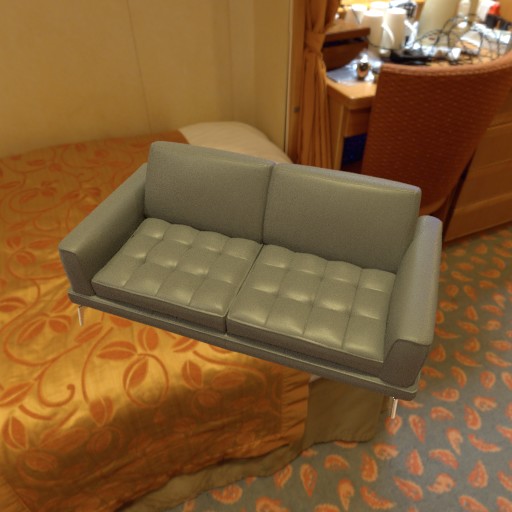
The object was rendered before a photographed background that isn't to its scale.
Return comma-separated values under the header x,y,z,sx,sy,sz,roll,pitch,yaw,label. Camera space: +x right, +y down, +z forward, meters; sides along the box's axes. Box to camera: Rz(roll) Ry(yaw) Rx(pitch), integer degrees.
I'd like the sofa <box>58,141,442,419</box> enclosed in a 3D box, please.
x,y,z,sx,sy,sz,roll,pitch,yaw,label
0.000,0.000,2.775,2.177,0.930,1.121,13,43,15,sofa
